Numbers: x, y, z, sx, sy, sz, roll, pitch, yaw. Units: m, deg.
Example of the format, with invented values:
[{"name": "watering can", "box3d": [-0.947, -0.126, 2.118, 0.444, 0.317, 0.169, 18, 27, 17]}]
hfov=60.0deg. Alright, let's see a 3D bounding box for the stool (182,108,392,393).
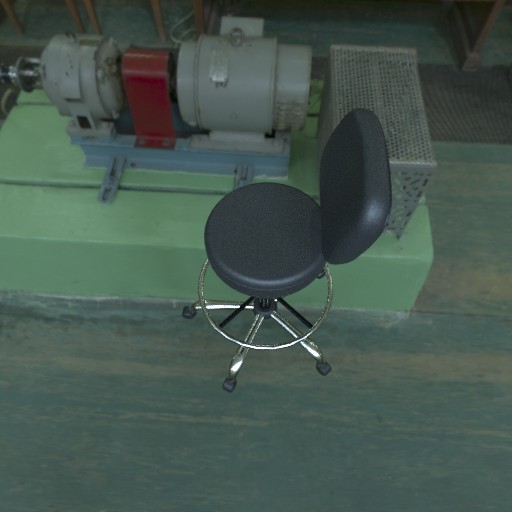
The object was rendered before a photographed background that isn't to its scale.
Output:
[{"name": "stool", "box3d": [0.000, 0.000, 1.539, 0.658, 1.069, 0.694, 2, 59, 1]}]
